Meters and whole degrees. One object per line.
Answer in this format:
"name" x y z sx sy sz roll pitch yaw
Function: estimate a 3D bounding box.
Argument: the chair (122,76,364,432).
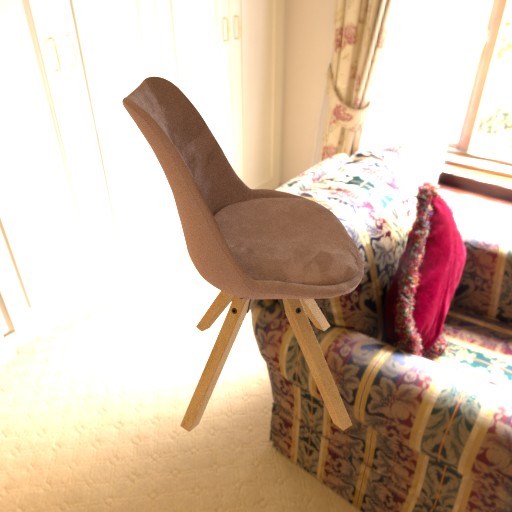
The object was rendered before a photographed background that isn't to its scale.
"chair" 0.000 0.000 1.166 0.550 0.850 0.485 0 33 0
